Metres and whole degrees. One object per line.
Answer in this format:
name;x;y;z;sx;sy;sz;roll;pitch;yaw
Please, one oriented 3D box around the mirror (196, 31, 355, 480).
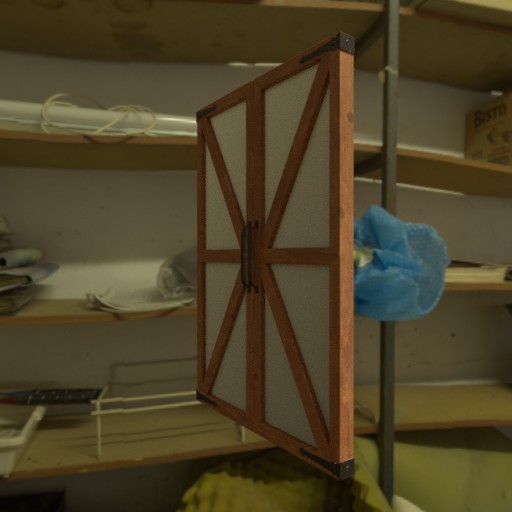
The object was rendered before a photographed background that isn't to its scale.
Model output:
mirror;0.000;0.000;0.962;0.053;0.761;0.517;0;0;-36
